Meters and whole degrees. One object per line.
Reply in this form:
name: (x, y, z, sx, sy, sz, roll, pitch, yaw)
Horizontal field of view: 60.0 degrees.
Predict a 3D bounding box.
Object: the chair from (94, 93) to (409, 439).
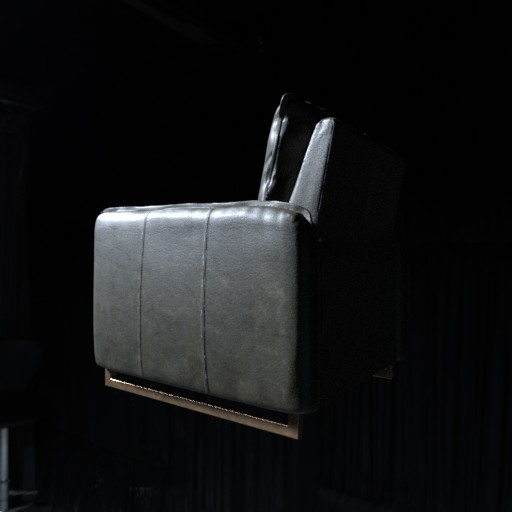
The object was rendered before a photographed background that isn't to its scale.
chair: (0.000, 0.000, 1.627, 0.921, 0.921, 0.830, 0, 0, 36)
